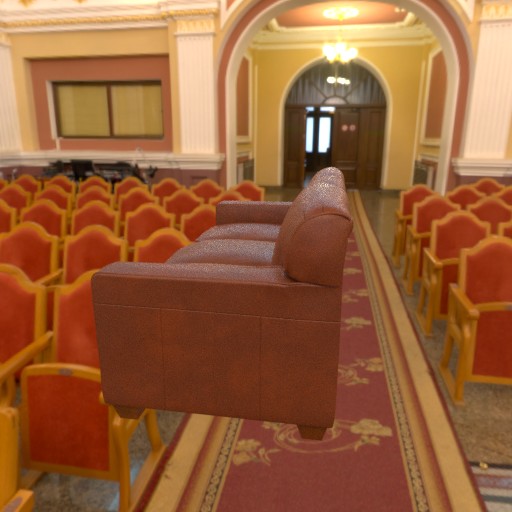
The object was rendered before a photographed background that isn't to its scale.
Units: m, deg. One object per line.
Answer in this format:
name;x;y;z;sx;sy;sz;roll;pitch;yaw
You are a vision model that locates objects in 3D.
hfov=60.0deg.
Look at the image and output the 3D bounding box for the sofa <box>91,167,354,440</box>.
sofa;0.000;0.000;2.593;1.008;0.953;2.039;3;15;10
